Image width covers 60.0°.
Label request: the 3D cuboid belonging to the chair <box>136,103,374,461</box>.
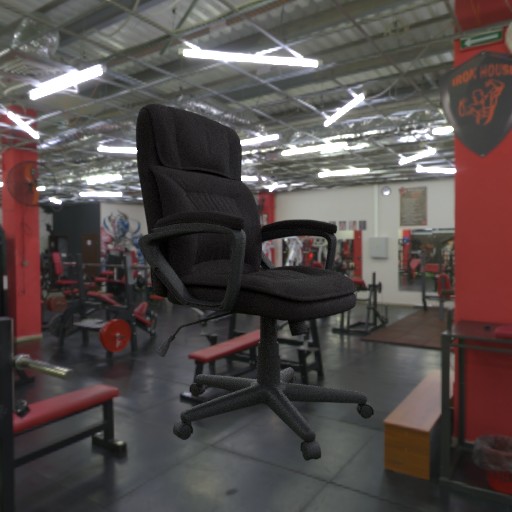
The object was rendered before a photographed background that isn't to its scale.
[{"bbox_3d":[0.000,0.000,1.558,0.724,1.105,0.667,1,2,37],"label":"chair"}]
